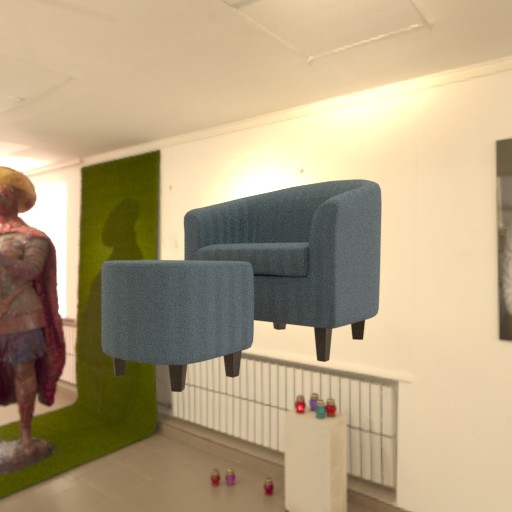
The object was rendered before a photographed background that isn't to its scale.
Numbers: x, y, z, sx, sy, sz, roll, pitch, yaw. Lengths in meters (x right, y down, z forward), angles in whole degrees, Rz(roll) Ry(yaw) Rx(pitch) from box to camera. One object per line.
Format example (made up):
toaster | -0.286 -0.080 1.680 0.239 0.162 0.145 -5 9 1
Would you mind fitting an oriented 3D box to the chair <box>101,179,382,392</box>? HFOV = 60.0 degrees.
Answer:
chair | 0.000 0.000 1.765 0.756 0.757 1.288 0 0 38
